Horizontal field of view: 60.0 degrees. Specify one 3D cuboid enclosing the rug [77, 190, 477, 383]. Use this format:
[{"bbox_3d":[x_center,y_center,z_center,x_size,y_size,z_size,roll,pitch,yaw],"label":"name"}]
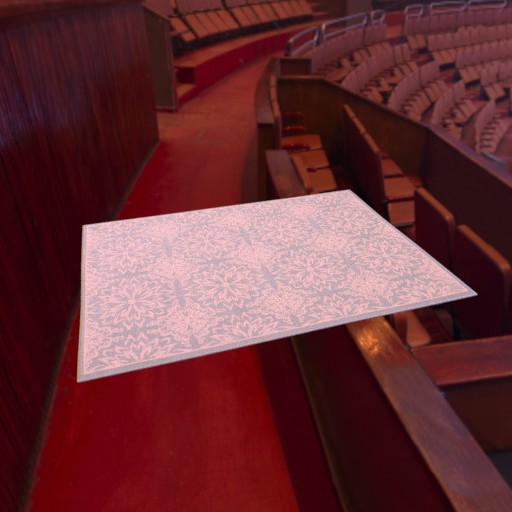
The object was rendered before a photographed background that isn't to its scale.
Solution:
[{"bbox_3d":[0.000,0.000,2.936,2.205,0.014,1.589,-9,33,-15],"label":"rug"}]
